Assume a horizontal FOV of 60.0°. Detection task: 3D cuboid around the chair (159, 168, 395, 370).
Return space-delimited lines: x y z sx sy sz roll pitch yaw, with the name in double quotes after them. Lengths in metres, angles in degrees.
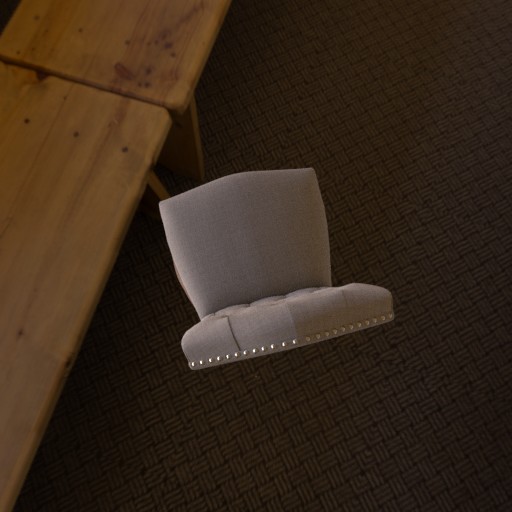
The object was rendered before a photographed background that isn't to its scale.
0.000 0.000 1.583 0.637 1.191 0.731 -13 75 -4 "chair"
